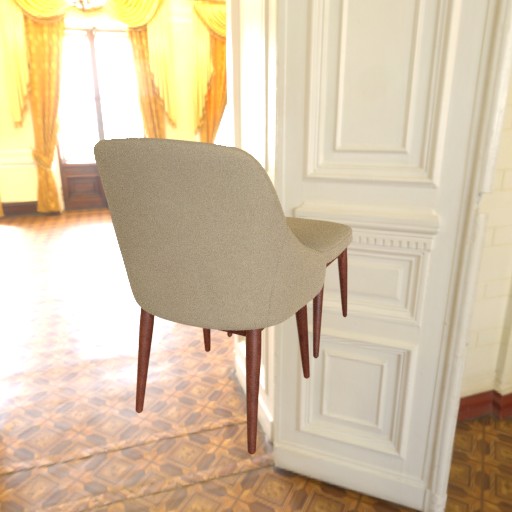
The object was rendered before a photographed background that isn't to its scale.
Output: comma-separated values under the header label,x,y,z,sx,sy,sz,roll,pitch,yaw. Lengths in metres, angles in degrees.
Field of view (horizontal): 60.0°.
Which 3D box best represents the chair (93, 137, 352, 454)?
label,x,y,z,sx,sy,sz,roll,pitch,yaw
chair,0.000,0.000,1.578,0.584,0.866,1.114,9,20,25
